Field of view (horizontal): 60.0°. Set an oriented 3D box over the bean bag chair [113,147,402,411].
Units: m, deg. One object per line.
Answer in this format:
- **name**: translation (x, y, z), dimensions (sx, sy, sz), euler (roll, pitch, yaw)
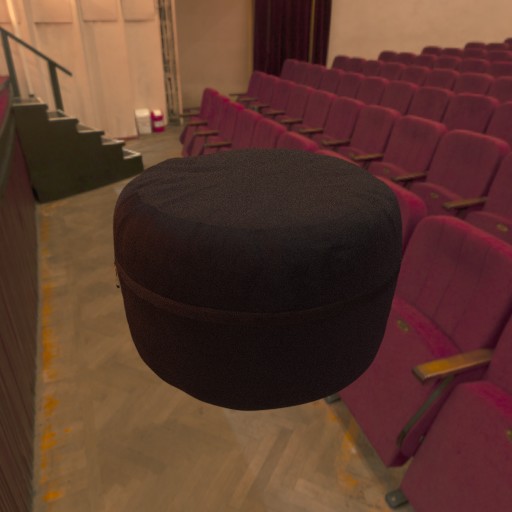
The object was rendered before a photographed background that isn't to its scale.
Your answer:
- **bean bag chair**: translation (0.000, 0.000, 1.980), dimensions (1.219, 0.762, 1.219), euler (0, 28, 0)
